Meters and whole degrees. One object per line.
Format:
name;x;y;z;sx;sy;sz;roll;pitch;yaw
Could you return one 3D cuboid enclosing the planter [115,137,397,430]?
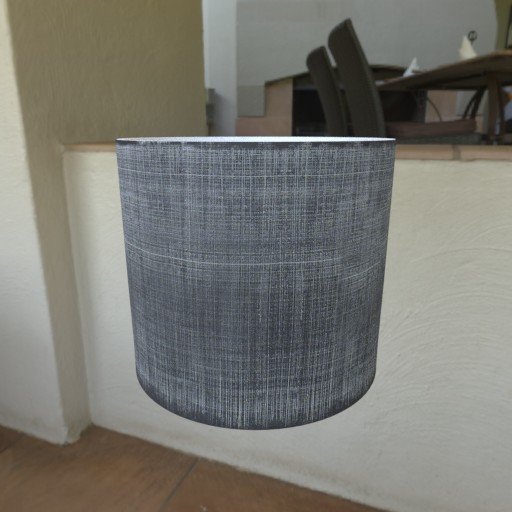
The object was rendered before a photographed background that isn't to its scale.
planter;0.000;0.000;0.391;0.221;0.201;0.221;0;16;0
